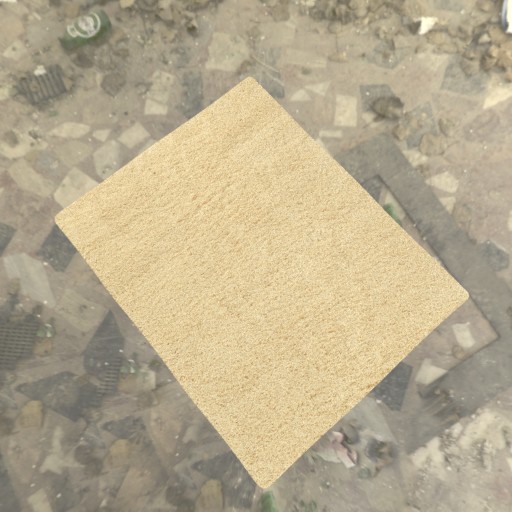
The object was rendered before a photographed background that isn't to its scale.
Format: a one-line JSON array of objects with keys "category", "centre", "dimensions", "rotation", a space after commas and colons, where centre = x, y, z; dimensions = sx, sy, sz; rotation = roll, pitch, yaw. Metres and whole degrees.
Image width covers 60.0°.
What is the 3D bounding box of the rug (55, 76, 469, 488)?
[{"category": "rug", "centre": [0.000, 0.000, 3.996], "dimensions": [2.401, 0.025, 3.001], "rotation": [-39, 77, -10]}]
